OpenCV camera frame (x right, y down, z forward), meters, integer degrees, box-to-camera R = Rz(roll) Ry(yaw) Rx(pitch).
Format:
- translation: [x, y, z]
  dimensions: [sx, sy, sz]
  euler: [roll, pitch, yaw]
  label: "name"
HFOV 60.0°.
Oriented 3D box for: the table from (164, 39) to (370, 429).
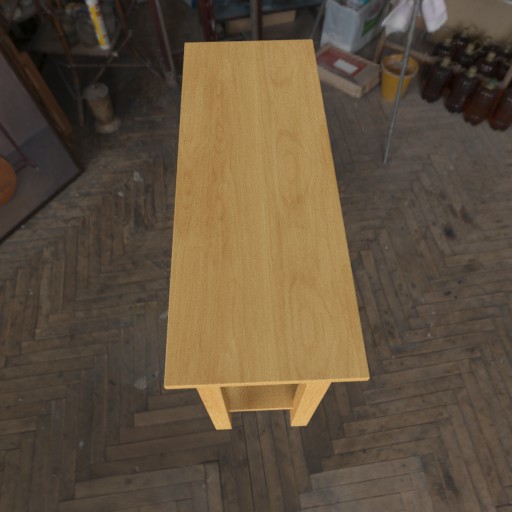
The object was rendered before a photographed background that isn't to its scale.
- translation: [0.000, 0.000, 1.267]
  dimensions: [0.340, 0.728, 0.900]
  euler: [-2, 60, -1]
  label: "table"
